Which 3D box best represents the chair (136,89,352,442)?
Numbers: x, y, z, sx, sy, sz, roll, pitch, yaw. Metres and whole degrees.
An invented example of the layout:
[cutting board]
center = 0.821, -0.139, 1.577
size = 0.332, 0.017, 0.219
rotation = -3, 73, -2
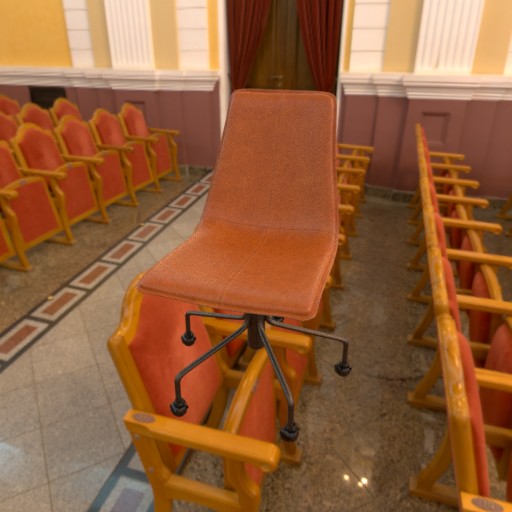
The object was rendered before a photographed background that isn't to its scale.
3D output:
[chair]
center = 0.000, 0.000, 1.378
size = 0.651, 0.920, 0.660
rotation = 8, 27, 15
